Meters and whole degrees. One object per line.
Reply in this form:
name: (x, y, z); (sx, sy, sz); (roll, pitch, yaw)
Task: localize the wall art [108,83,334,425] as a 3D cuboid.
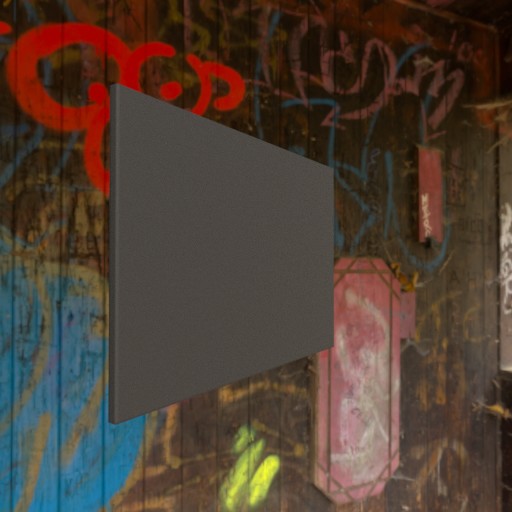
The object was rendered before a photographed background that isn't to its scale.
wall art: (0.000, 0.000, 1.248); (0.026, 0.656, 0.958); (-1, -1, 36)
